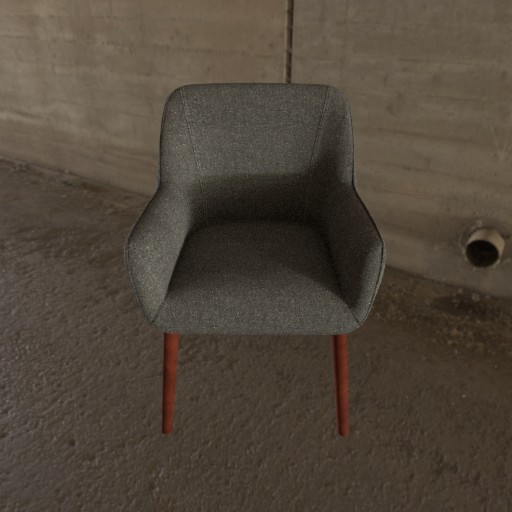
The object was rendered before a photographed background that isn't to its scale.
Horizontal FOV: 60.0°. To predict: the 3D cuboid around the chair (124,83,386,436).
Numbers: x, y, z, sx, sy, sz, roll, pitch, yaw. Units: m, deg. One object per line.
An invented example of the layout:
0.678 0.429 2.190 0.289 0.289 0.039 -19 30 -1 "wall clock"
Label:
0.000 0.000 1.182 0.543 0.803 0.519 0 29 1 "chair"
